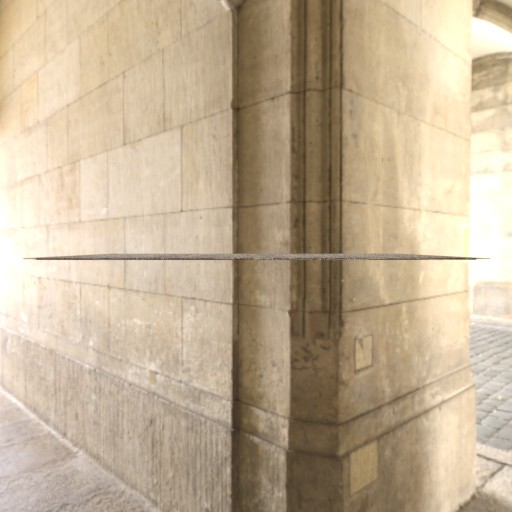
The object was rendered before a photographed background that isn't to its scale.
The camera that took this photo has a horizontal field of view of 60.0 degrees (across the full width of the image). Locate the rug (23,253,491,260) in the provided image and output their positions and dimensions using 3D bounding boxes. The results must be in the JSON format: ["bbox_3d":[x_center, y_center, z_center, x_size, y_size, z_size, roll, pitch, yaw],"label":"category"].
[{"bbox_3d":[0.000,0.000,3.057,2.440,0.010,1.529,0,1,0],"label":"rug"}]
